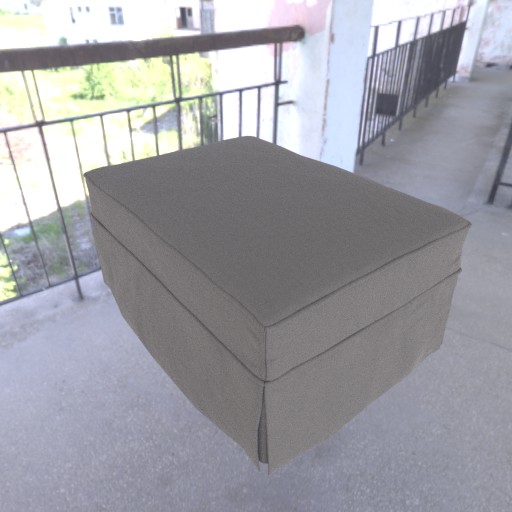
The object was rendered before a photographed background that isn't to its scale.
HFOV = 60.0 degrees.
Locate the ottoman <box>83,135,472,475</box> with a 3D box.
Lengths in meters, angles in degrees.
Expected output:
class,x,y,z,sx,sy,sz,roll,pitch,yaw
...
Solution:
class,x,y,z,sx,sy,sz,roll,pitch,yaw
ottoman,0.000,0.000,1.292,0.703,0.479,0.944,-22,38,-31
